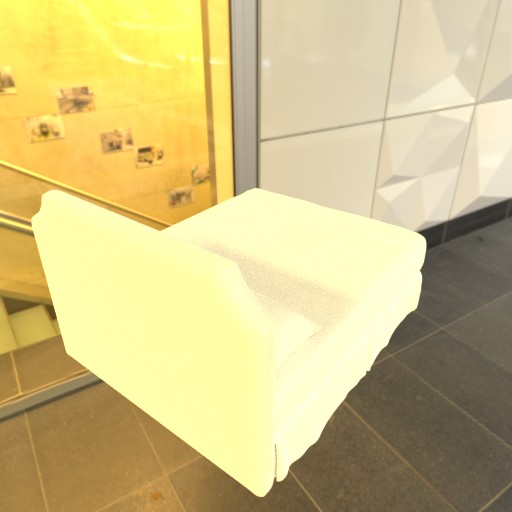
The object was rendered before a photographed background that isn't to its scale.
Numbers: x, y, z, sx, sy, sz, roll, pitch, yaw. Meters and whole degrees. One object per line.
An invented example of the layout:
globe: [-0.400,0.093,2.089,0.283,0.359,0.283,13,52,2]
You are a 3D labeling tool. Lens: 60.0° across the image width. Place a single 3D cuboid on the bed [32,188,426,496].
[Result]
bed: [0.000,0.000,3.670,2.134,1.524,2.548,21,36,32]
